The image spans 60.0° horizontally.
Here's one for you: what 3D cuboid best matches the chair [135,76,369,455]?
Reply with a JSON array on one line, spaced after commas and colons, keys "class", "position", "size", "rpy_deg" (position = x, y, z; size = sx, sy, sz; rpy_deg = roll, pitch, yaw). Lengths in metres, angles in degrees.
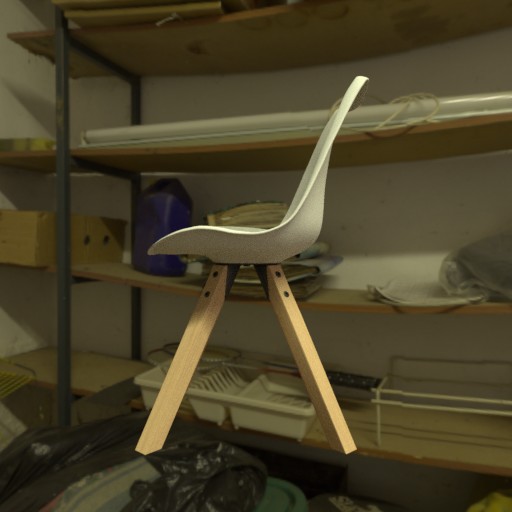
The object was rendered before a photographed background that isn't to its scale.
[{"class": "chair", "position": [0.000, 0.000, 1.167], "size": [0.550, 0.850, 0.485], "rpy_deg": [0, 1, 0]}]
